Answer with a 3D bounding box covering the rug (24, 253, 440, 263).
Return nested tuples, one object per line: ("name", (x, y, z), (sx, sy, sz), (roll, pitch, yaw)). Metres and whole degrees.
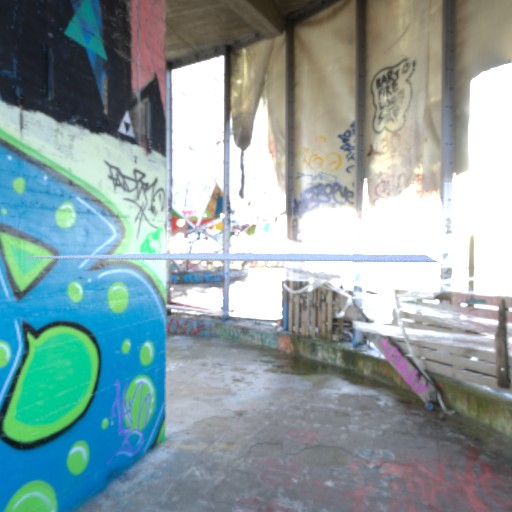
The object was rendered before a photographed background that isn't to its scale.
("rug", (0.000, 0.000, 4.045), (2.980, 0.012, 2.363), (0, 1, 19))
